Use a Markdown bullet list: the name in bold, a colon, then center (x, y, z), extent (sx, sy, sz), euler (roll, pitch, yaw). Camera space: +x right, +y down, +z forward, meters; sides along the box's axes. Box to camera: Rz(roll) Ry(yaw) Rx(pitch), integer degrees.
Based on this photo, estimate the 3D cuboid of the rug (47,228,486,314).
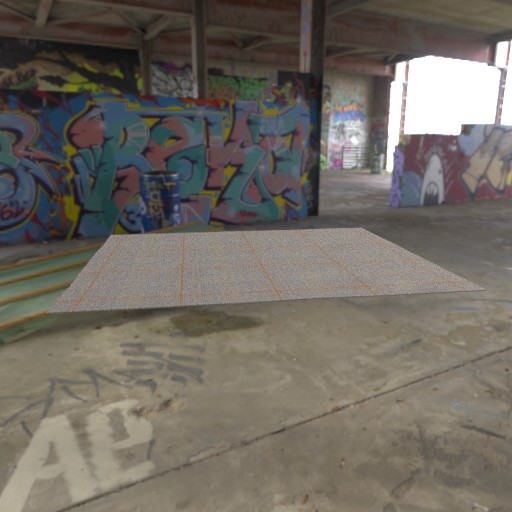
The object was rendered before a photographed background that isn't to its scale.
- **rug**: center (0.000, 0.000, 4.197), extent (3.051, 0.021, 2.448), euler (-2, 15, -8)
